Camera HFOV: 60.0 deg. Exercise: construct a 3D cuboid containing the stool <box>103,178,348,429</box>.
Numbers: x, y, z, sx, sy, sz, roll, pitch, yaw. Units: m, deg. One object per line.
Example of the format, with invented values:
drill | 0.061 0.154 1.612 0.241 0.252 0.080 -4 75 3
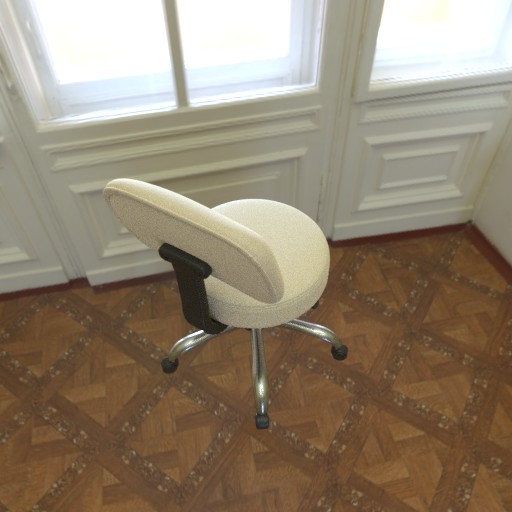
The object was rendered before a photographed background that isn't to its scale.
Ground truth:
stool | 0.000 0.000 1.237 0.609 0.810 0.616 24 51 21
